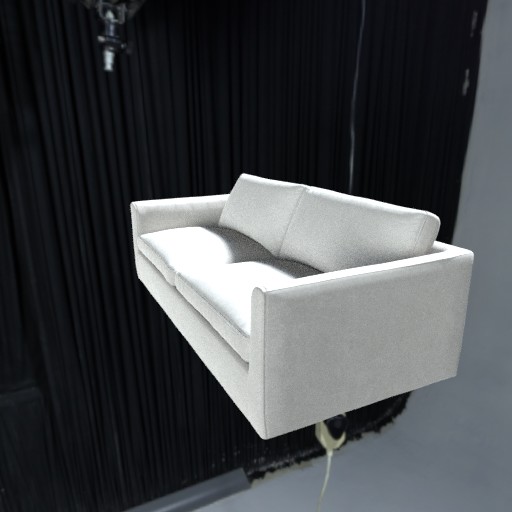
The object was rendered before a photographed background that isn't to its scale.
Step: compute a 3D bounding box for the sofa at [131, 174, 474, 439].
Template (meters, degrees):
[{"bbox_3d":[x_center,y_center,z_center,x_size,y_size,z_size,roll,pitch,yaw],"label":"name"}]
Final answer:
[{"bbox_3d":[0.000,0.000,2.763,1.090,0.838,2.588,-8,17,-25],"label":"sofa"}]
